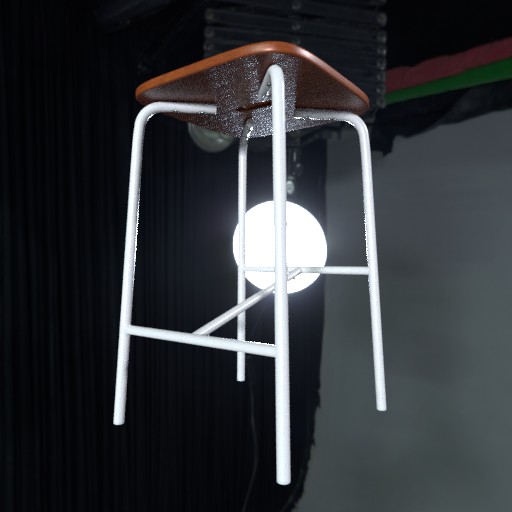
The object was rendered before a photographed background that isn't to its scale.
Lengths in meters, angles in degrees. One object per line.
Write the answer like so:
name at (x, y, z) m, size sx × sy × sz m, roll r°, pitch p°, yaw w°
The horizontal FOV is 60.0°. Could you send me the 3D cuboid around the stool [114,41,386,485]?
stool at (0.000, 0.000, 0.848) m, size 0.376 × 0.610 × 0.376 m, roll 0°, pitch -1°, yaw 37°
